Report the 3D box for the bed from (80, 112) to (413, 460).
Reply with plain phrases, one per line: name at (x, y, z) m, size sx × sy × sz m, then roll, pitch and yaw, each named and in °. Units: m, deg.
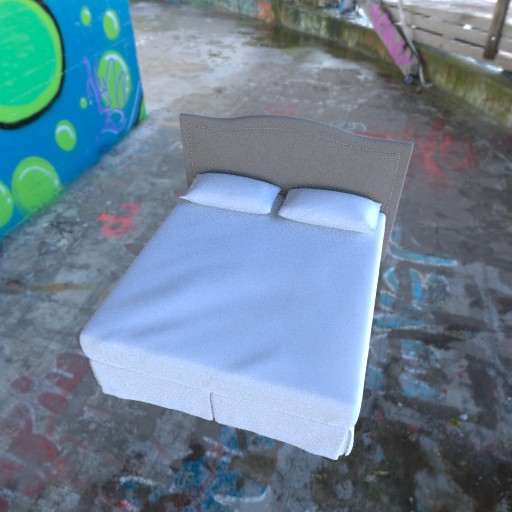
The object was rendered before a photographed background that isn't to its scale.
bed at (0.000, 0.000, 3.516) m, size 2.083 × 1.421 × 2.182 m, roll 11°, pitch 43°, yaw 12°
